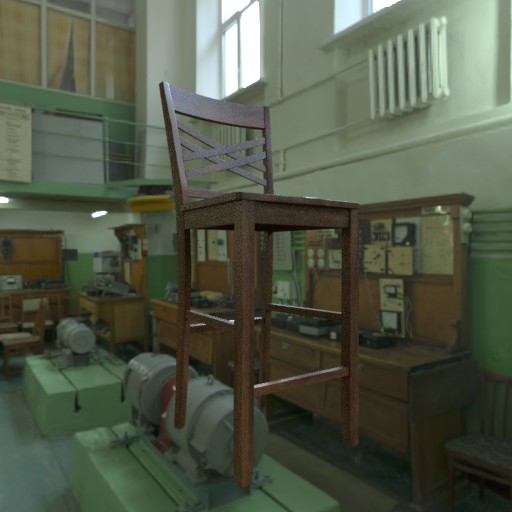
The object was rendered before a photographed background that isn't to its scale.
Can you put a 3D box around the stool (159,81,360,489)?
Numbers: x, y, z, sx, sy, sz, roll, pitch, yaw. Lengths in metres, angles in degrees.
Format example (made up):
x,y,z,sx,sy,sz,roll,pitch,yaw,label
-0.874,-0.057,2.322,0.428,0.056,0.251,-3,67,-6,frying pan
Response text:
x,y,z,sx,sy,sz,roll,pitch,yaw,label
0.000,0.000,1.358,0.433,1.105,0.487,0,1,-36,stool
